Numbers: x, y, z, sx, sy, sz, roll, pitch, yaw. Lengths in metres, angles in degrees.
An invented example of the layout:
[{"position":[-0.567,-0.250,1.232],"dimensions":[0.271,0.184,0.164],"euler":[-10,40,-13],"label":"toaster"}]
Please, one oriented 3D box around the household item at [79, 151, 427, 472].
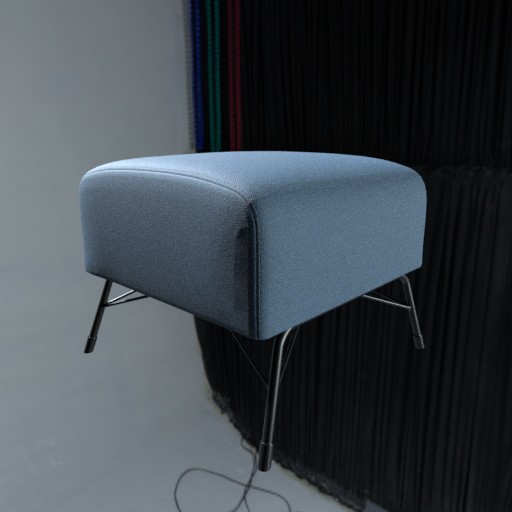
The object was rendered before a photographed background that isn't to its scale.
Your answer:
[{"position":[0.000,0.000,0.914],"dimensions":[0.530,0.420,0.530],"euler":[13,20,42],"label":"household item"}]
